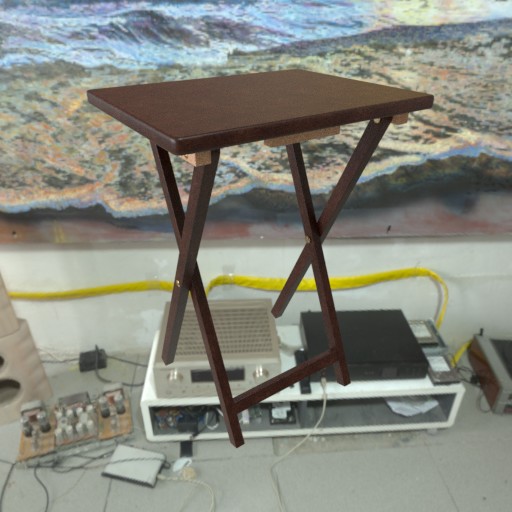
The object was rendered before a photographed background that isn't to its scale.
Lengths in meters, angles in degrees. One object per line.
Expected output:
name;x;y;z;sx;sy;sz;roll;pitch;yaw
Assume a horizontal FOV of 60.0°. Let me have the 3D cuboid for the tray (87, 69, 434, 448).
tray;0.000;0.000;0.938;0.483;0.660;0.381;-19;35;-29
